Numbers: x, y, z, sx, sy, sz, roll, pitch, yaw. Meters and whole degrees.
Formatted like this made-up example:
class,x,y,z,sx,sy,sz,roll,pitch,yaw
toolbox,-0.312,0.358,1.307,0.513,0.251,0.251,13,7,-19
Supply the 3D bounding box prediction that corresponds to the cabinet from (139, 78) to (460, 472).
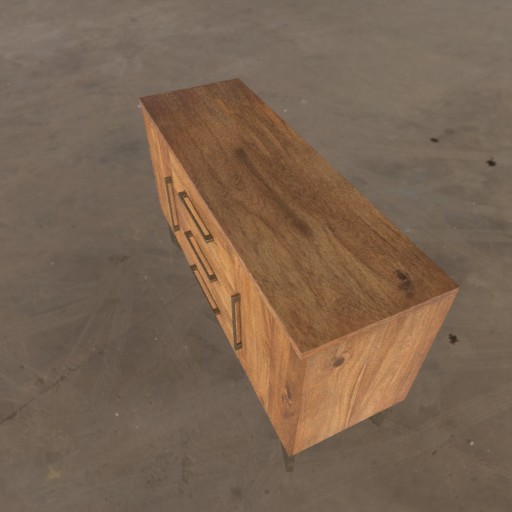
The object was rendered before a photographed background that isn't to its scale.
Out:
class,x,y,z,sx,sy,sz,roll,pitch,yaw
cabinet,0.000,0.000,1.761,0.480,0.812,1.373,-19,48,-18
